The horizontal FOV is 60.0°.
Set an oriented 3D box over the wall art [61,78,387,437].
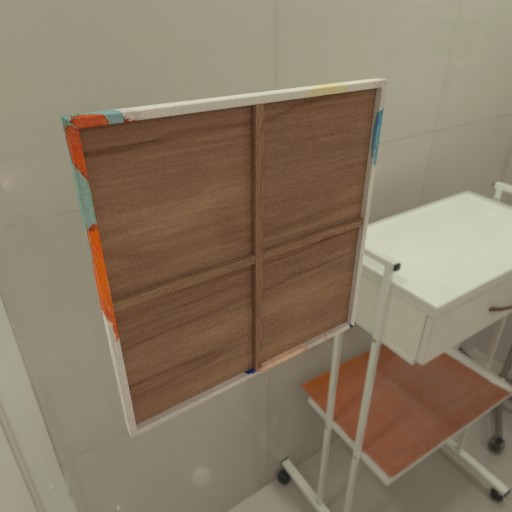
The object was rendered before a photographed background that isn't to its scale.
[{"bbox_3d":[0.000,0.000,1.170,0.814,0.814,0.037,-19,35,-30],"label":"wall art"}]
